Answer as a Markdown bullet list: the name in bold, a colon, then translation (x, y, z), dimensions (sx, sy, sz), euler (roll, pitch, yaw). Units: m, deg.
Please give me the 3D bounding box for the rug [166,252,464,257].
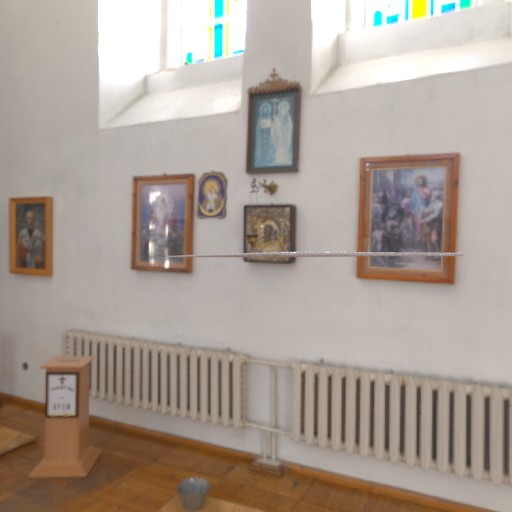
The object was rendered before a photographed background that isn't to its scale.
- **rug**: translation (0.000, 0.000, 2.429), dimensions (0.666, 0.011, 2.294), euler (0, 0, -19)
